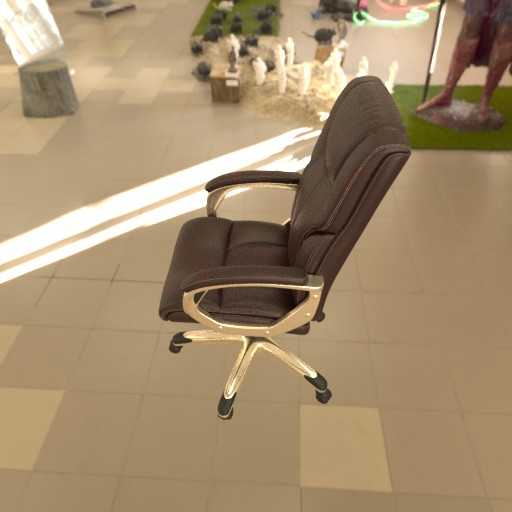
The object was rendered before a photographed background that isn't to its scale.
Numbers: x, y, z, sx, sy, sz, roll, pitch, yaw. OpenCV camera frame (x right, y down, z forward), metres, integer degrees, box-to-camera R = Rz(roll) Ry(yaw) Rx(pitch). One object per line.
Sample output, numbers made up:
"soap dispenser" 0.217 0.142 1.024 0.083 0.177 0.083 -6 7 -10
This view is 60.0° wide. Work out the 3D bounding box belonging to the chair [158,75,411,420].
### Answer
"chair" 0.000 0.000 1.529 0.739 1.107 0.662 2 42 2
